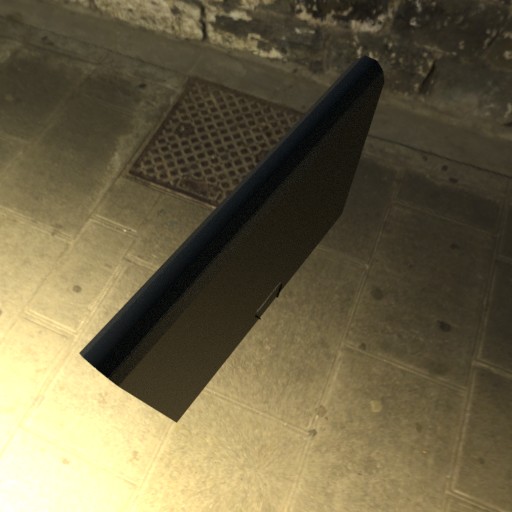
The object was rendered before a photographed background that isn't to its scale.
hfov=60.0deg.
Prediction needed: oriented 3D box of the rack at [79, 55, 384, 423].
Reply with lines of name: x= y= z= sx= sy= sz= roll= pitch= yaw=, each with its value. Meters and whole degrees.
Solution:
rack: x=0.000 y=0.000 z=0.433 sx=0.041 sy=0.241 sz=0.330 roll=34 pitch=69 yaw=15
